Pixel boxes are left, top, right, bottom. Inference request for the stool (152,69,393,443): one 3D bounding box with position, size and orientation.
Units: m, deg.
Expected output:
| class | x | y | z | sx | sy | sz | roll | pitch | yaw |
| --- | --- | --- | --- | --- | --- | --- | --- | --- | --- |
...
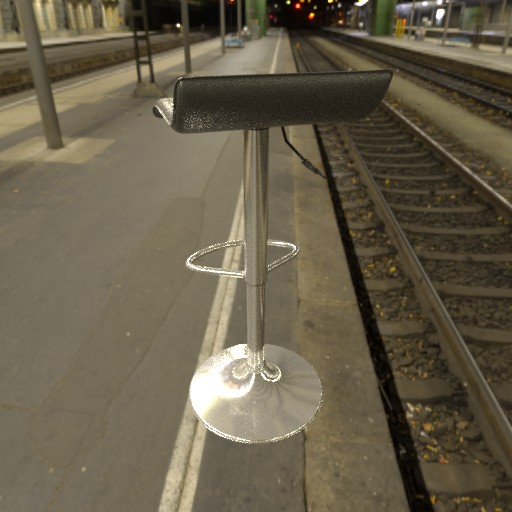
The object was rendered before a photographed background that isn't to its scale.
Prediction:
| class | x | y | z | sx | sy | sz | roll | pitch | yaw |
| --- | --- | --- | --- | --- | --- | --- | --- | --- | --- |
| stool | 0.000 | 0.000 | 1.060 | 0.381 | 0.851 | 0.381 | -9 | 29 | -16 |
